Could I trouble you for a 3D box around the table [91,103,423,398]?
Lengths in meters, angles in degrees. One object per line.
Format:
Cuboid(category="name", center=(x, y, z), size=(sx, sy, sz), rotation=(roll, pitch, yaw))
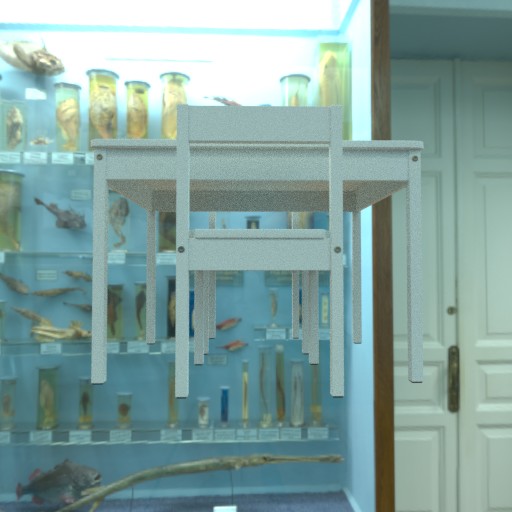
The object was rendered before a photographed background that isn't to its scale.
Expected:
Cuboid(category="table", center=(0.000, 0.000, 1.090), size=(0.650, 0.503, 0.672), rotation=(0, -2, -1))
